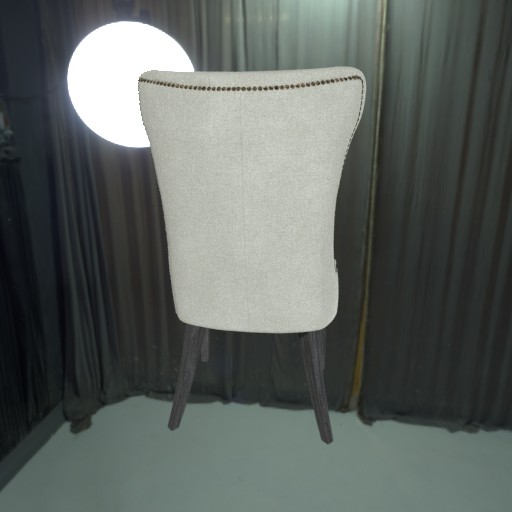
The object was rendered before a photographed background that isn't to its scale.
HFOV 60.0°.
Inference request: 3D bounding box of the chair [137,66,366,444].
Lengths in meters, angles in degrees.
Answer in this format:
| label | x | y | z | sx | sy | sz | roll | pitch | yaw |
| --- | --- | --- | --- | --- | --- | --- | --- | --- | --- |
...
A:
| label | x | y | z | sx | sy | sz | roll | pitch | yaw |
| --- | --- | --- | --- | --- | --- | --- | --- | --- | --- |
| chair | 0.000 | 0.000 | 1.410 | 0.584 | 1.065 | 0.590 | 2 | 17 | 7 |
